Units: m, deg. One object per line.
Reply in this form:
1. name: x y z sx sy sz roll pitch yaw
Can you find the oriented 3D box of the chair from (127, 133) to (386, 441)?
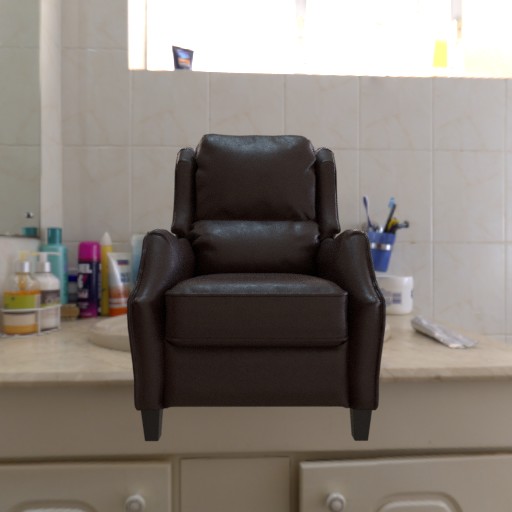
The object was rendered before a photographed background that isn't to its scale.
1. chair: 0.000 0.000 1.738 0.770 1.132 0.982 0 0 0
